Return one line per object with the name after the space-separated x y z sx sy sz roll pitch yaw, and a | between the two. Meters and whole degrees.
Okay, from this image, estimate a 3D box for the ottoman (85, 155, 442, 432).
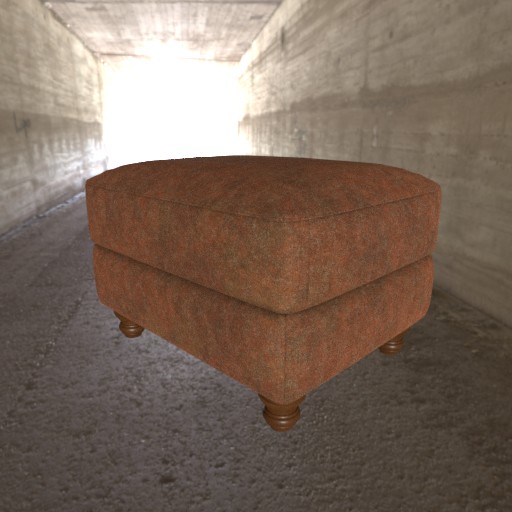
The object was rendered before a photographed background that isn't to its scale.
0.000 0.000 1.180 0.787 0.508 0.635 16 22 43 | ottoman
